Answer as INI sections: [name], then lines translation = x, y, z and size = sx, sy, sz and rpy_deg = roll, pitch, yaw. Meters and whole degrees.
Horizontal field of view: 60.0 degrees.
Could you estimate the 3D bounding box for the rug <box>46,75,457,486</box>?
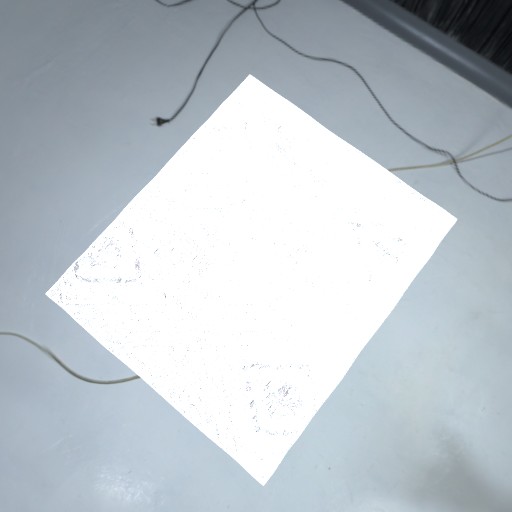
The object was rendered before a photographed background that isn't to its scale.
[rug]
translation = 0.000, 0.000, 0.887
size = 0.548, 0.006, 0.639
rpy_deg = 38, 79, 9
